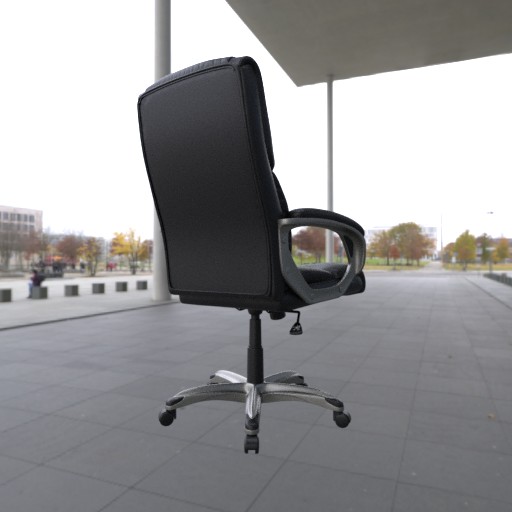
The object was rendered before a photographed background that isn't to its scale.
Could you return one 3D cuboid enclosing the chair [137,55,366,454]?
[{"bbox_3d":[0.000,0.000,1.617,0.663,1.155,0.739,-1,-1,38],"label":"chair"}]
